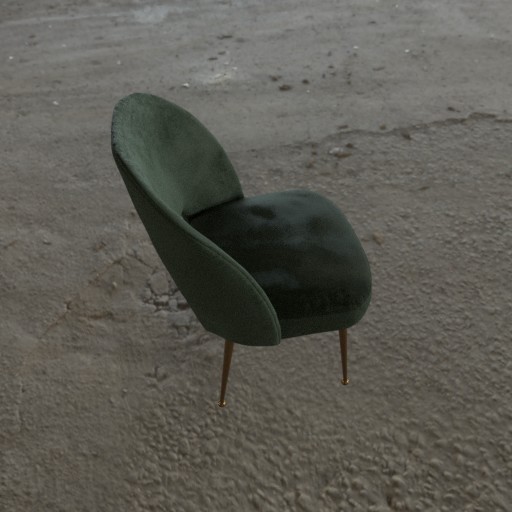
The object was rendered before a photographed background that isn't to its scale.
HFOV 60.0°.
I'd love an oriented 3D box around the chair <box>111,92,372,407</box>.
[{"bbox_3d":[0.000,0.000,1.207,0.577,0.860,0.527,-8,46,-7],"label":"chair"}]
